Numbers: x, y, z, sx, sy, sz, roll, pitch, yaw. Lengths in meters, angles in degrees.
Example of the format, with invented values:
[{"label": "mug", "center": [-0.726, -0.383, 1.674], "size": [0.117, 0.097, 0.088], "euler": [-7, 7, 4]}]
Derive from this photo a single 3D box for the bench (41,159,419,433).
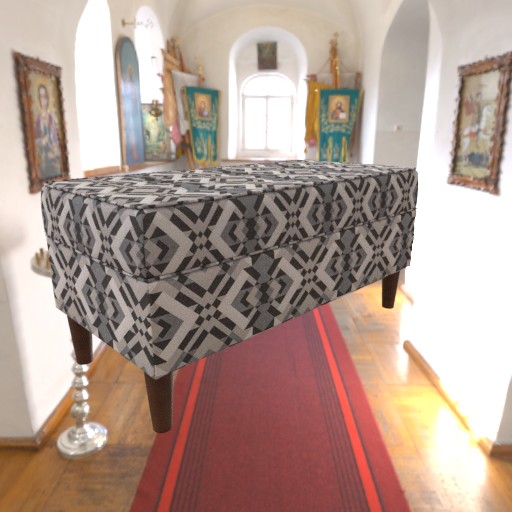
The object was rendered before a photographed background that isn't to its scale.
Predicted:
[{"label": "bench", "center": [0.000, 0.000, 1.294], "size": [1.016, 0.477, 0.492], "euler": [-16, 23, -42]}]
